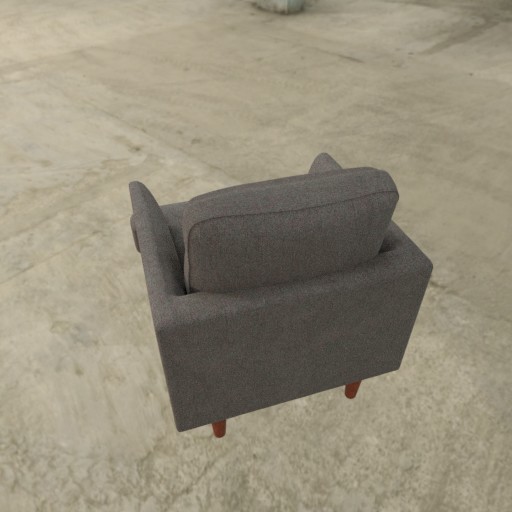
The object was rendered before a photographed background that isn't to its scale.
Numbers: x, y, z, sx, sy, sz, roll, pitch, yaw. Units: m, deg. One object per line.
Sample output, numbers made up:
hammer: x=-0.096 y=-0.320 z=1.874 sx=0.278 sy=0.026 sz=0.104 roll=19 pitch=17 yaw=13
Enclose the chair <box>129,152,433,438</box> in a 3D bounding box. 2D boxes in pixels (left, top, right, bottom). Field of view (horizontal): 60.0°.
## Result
chair: x=0.000 y=0.000 z=1.656 sx=0.858 sy=0.957 sz=0.899 roll=-11 pitch=41 yaw=-13
